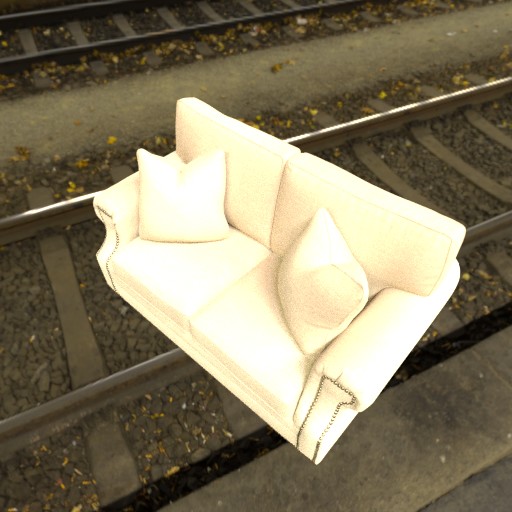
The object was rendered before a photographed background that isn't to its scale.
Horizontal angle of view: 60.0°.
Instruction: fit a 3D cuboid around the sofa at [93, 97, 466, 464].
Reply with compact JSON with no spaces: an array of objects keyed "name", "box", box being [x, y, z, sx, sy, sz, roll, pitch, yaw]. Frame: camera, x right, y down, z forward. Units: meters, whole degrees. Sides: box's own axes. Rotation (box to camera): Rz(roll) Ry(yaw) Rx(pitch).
[{"name":"sofa","box":[0.000,0.000,2.206,1.701,0.966,0.966,33,54,28]}]
